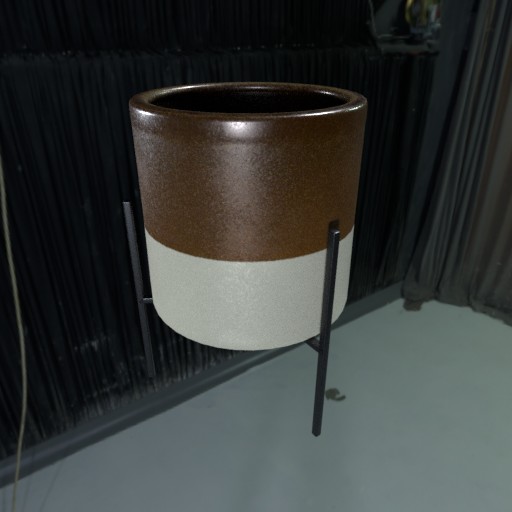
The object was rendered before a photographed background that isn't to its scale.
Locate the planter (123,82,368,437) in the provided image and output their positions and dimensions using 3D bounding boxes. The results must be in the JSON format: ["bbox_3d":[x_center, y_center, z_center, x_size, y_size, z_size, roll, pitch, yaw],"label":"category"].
[{"bbox_3d":[0.000,0.000,0.547,0.255,0.375,0.269,-19,33,-32],"label":"planter"}]
